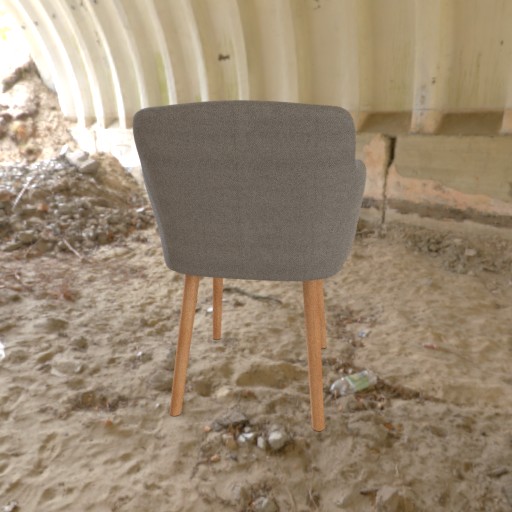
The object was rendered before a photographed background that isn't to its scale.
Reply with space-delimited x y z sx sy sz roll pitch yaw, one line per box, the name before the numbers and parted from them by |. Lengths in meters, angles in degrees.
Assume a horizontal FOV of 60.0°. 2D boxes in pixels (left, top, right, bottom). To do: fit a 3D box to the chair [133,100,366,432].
chair | 0.000 0.000 1.214 0.570 0.780 0.540 3 16 9
